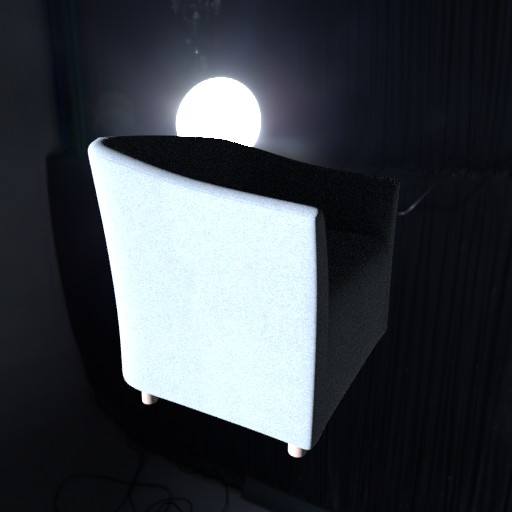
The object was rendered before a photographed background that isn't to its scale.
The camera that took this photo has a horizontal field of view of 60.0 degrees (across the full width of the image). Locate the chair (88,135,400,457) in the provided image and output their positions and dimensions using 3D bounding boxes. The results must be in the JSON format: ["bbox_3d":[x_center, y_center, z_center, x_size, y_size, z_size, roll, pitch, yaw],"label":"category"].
[{"bbox_3d":[0.000,0.000,1.364,0.700,0.720,0.790,8,16,27],"label":"chair"}]
